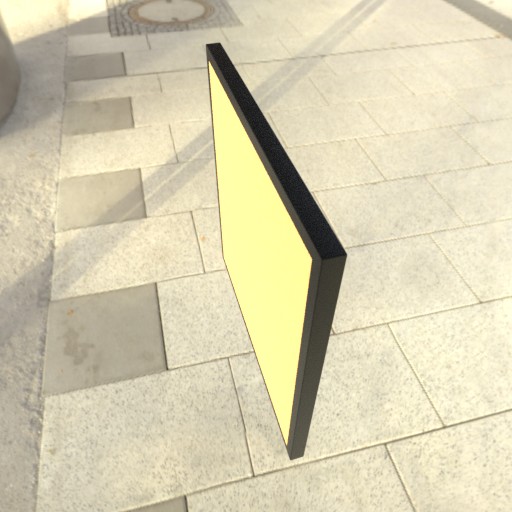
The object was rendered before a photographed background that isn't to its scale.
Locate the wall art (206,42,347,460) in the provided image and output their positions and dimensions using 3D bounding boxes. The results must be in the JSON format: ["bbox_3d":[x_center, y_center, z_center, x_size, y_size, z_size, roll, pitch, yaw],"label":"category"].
[{"bbox_3d":[0.000,0.000,1.119,0.038,0.761,0.755,-12,48,-11],"label":"wall art"}]
